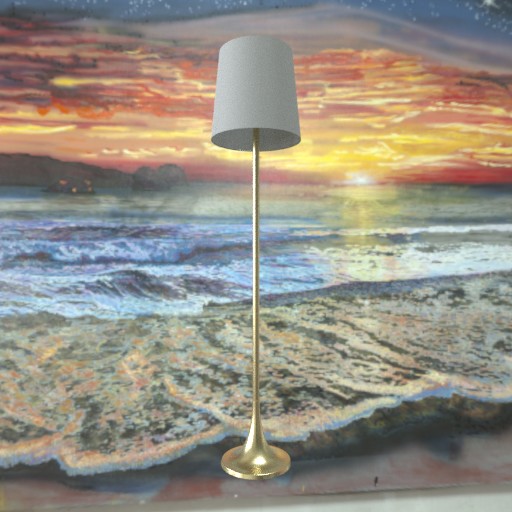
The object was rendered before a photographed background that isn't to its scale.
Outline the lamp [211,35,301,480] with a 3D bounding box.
[{"bbox_3d":[0.000,0.000,1.662,0.337,1.543,0.337,0,0,0],"label":"lamp"}]
